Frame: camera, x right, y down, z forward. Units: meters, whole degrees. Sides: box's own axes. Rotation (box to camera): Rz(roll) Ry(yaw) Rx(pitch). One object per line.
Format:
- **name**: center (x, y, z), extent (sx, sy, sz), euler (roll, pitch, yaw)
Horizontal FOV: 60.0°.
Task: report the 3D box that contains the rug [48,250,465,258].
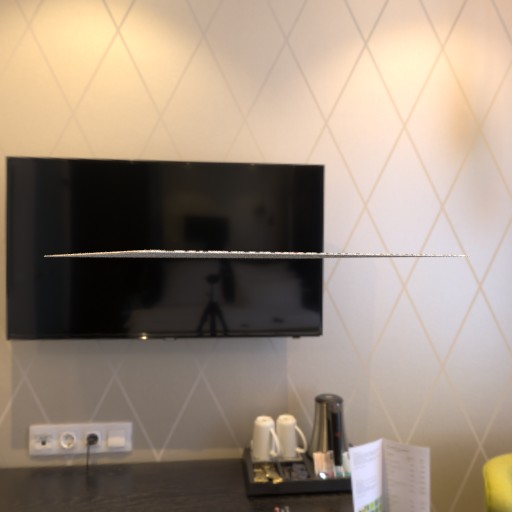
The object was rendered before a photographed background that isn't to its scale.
- **rug**: center (0.000, 0.000, 2.013), extent (1.556, 0.006, 1.146), euler (1, -1, -36)
